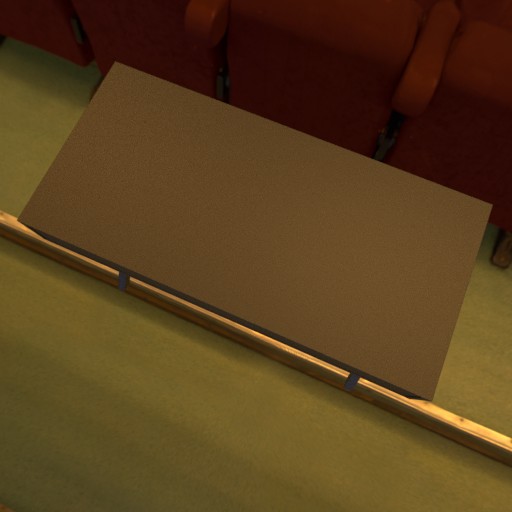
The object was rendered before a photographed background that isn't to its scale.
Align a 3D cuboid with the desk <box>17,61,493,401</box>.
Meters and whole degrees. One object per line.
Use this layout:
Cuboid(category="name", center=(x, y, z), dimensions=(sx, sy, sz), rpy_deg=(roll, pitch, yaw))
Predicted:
Cuboid(category="desk", center=(0.000, 0.000, 1.464), dimensions=(1.057, 0.780, 0.504), rpy_deg=(23, 75, 6))
